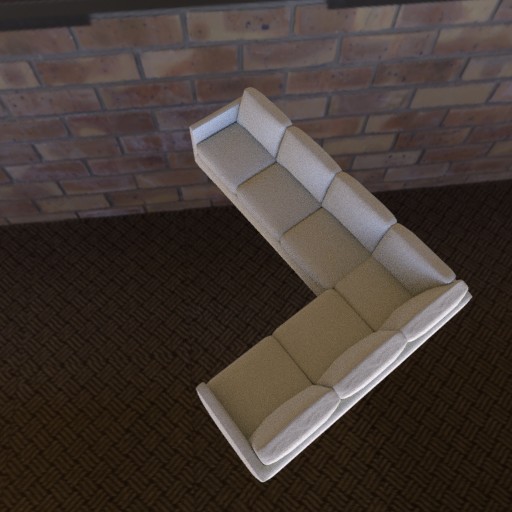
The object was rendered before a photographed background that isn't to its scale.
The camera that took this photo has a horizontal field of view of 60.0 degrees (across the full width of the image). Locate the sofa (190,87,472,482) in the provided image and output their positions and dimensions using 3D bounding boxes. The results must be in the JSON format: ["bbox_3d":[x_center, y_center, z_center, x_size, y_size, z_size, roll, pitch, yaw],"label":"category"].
[{"bbox_3d":[0.000,0.000,4.509,2.522,0.934,3.333,-35,69,-16],"label":"sofa"}]
